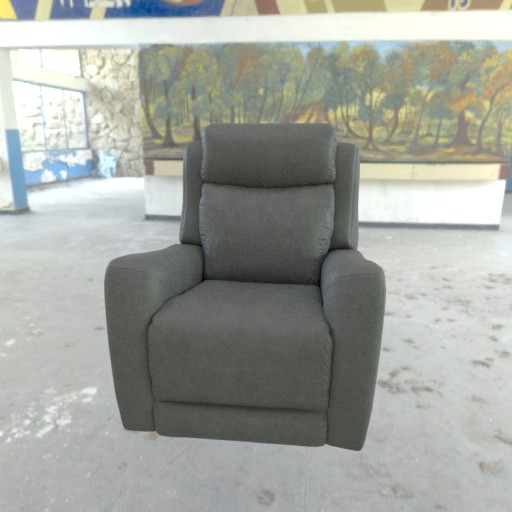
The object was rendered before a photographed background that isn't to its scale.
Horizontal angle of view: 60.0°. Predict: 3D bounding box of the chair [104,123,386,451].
[{"bbox_3d":[0.000,0.000,1.907,0.967,1.116,1.068,2,15,8],"label":"chair"}]
